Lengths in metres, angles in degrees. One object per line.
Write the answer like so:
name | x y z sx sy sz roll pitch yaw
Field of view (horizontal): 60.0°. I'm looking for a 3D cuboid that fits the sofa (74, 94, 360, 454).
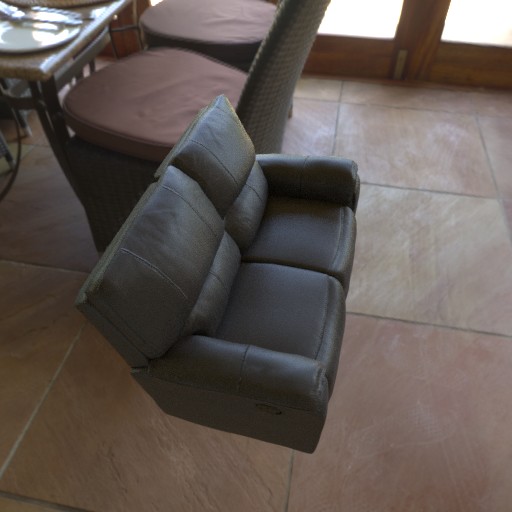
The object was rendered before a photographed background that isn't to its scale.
sofa | 0.000 0.000 2.479 1.104 1.111 1.765 10 47 10
